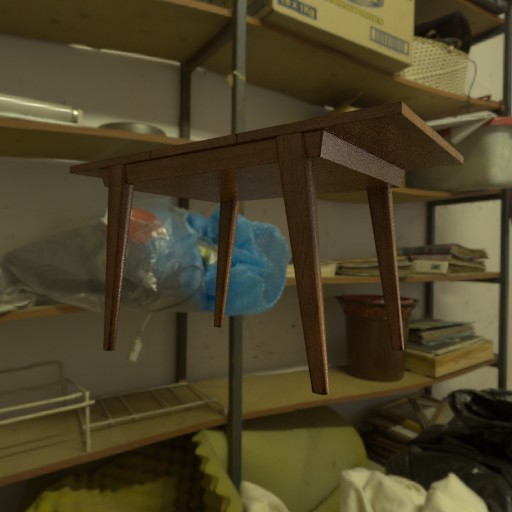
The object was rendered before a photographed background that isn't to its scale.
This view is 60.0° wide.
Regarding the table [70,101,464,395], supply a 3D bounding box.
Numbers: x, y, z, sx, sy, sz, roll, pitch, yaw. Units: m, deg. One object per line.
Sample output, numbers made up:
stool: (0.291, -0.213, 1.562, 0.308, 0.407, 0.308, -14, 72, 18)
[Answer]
table: (0.000, 0.000, 1.787, 1.400, 0.760, 0.757, 0, 0, 35)
